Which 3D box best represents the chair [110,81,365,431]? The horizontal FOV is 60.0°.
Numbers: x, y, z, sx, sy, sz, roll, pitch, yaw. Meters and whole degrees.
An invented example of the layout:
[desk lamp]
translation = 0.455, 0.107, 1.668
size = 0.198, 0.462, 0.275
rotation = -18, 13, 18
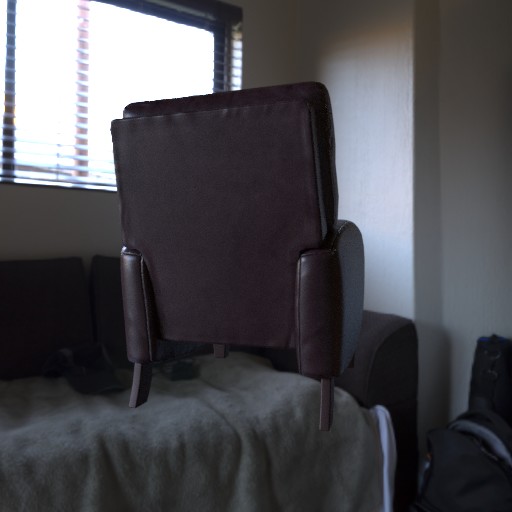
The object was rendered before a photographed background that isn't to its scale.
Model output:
[chair]
translation = 0.000, 0.000, 1.680
size = 0.762, 0.990, 0.990
rotation = 0, 0, 17
